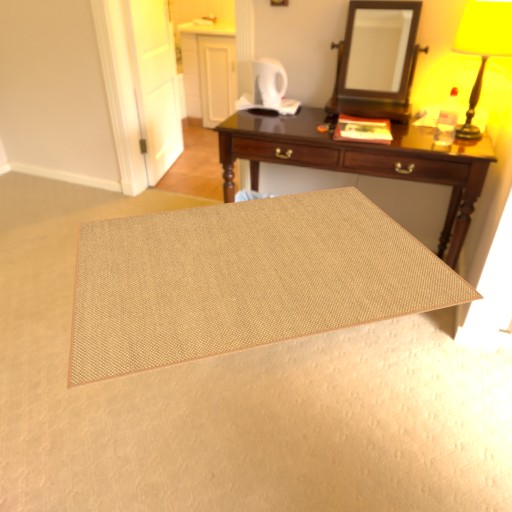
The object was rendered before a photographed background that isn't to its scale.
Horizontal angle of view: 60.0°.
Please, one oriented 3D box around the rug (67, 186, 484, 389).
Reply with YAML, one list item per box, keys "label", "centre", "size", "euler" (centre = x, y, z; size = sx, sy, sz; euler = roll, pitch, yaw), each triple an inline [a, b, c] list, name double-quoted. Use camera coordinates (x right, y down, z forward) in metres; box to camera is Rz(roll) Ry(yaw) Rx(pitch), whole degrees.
- label: "rug"
  centre: [0.000, 0.000, 2.746]
  size: [2.134, 0.013, 1.524]
  euler: [-9, 34, -14]
